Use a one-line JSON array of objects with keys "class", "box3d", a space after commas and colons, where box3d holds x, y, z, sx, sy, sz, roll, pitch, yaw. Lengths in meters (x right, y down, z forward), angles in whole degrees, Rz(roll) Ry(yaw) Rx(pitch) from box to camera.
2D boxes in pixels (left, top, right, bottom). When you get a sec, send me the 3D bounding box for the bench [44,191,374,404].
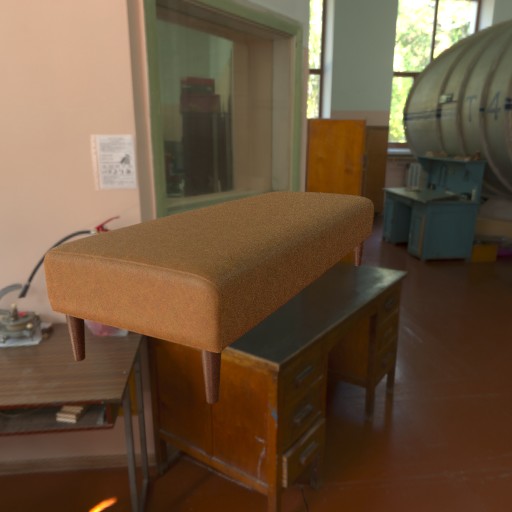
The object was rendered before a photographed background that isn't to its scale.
[{"class": "bench", "box3d": [0.000, 0.000, 1.900, 0.653, 0.399, 1.610, 8, 17, 27]}]
